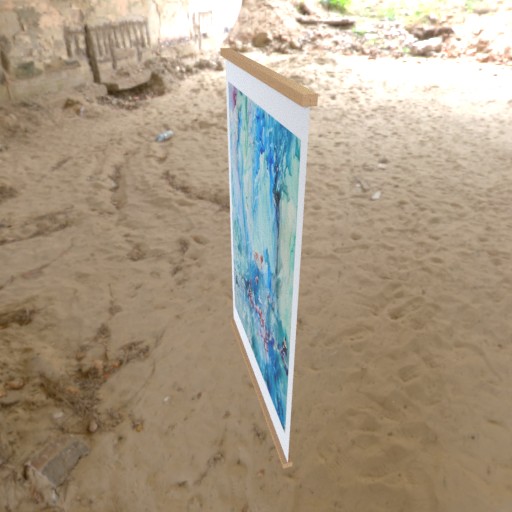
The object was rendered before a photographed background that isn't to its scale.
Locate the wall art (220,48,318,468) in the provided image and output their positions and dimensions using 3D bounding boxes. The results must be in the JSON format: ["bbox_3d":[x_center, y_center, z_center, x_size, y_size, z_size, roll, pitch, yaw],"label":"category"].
[{"bbox_3d":[0.000,0.000,1.888,0.040,1.510,0.991,-8,32,-13],"label":"wall art"}]
